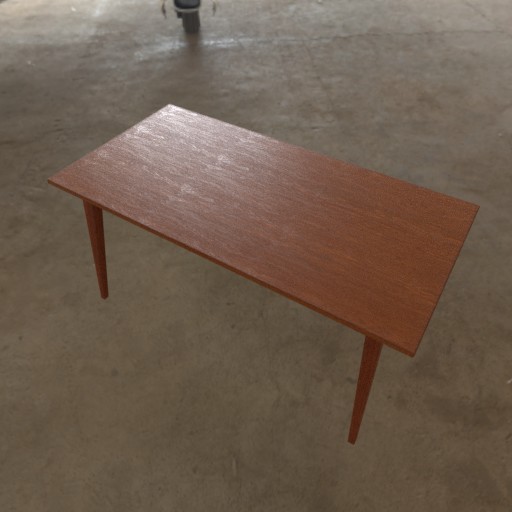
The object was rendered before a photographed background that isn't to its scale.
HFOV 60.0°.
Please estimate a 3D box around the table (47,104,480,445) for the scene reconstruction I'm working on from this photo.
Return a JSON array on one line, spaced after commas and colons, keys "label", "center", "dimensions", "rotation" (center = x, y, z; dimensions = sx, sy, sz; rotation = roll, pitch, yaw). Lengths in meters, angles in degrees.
[{"label": "table", "center": [0.000, 0.000, 2.102], "dimensions": [1.609, 0.755, 0.811], "rotation": [24, 50, 22]}]
